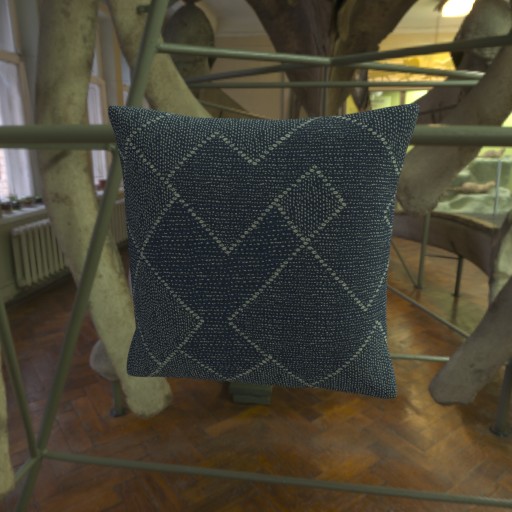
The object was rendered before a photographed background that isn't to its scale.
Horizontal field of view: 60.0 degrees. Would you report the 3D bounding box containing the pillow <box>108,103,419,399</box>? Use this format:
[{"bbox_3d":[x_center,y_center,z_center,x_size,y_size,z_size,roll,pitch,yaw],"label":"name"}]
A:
[{"bbox_3d":[0.000,0.000,0.658,0.435,0.428,0.148,2,15,9],"label":"pillow"}]
